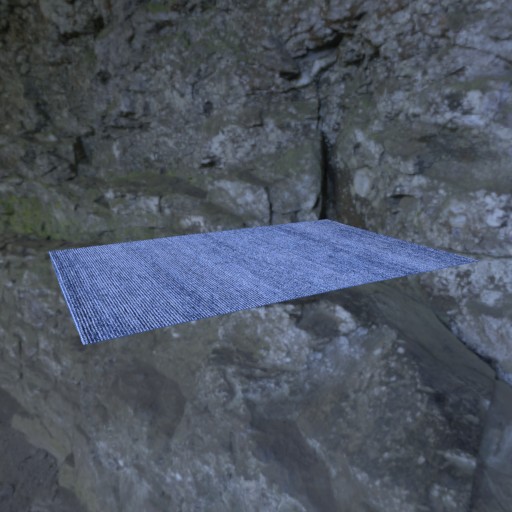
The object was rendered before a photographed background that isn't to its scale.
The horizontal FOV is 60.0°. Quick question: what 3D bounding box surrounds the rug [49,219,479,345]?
[{"bbox_3d":[0.000,0.000,2.127,1.740,0.010,1.135,-9,18,-27],"label":"rug"}]
